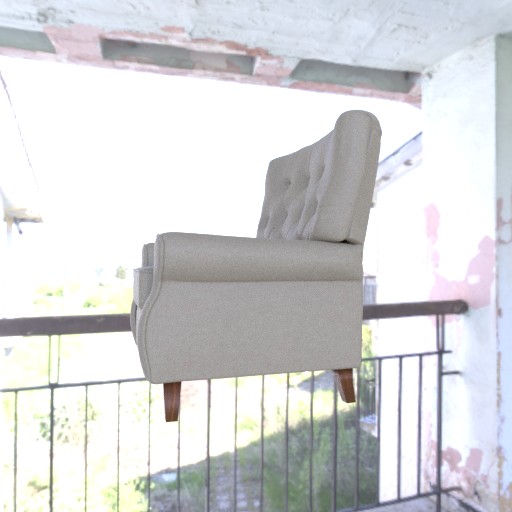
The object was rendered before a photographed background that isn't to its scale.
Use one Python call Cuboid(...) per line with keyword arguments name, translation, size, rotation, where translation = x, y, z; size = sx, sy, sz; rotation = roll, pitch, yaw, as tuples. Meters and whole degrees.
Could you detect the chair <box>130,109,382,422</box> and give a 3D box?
Cuboid(name="chair", translation=(0.000, 0.000, 1.979), size=(1.059, 1.158, 0.943), rotation=(0, -1, -18))
